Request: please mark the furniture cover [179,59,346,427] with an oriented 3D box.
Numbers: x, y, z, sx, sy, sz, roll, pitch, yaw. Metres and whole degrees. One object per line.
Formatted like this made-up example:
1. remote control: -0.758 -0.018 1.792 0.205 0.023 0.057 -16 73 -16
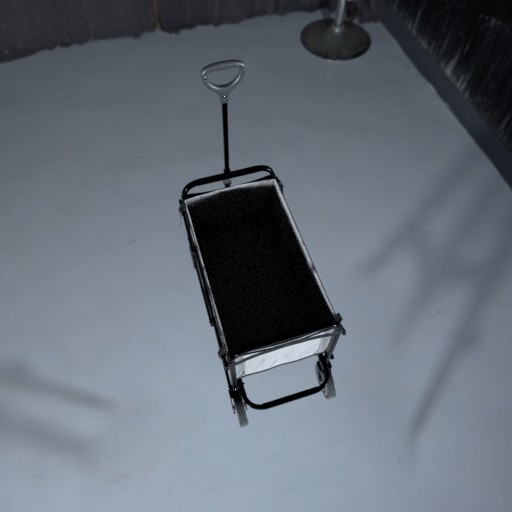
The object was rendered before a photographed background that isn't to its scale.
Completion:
1. furniture cover: 0.000 0.000 1.828 0.532 1.295 1.038 -15 59 -9
